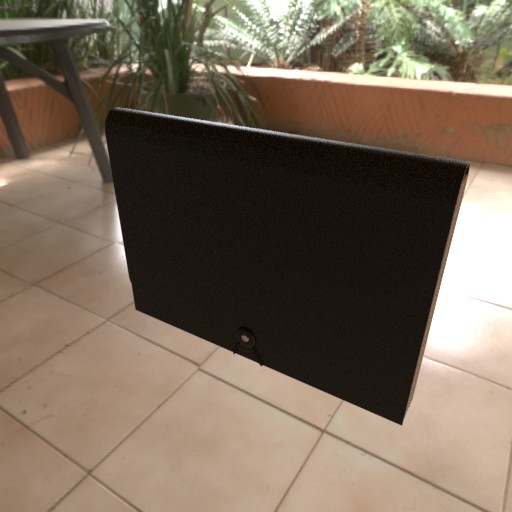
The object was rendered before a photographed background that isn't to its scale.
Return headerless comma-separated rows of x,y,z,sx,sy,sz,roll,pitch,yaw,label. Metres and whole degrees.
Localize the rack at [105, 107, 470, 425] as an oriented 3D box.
0.000,0.000,0.428,0.330,0.241,0.041,17,34,27,rack
